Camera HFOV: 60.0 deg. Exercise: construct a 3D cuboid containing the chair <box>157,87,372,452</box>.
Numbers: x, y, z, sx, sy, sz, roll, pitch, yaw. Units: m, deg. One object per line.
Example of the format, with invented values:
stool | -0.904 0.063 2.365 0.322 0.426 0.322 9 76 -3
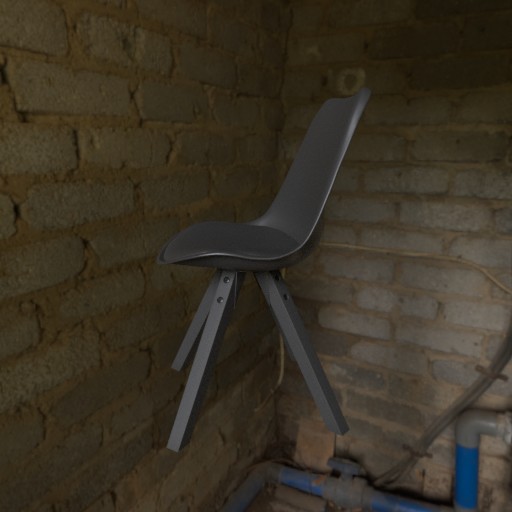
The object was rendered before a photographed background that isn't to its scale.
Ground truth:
chair | 0.000 0.000 1.212 0.530 0.850 0.485 -2 14 -9
